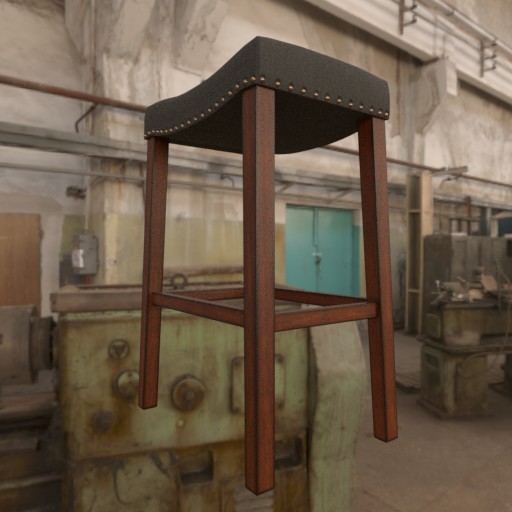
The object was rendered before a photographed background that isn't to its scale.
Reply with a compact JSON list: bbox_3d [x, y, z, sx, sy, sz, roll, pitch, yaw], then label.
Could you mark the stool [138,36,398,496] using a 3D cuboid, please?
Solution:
[{"bbox_3d":[0.000,0.000,1.011,0.366,0.760,0.502,-1,1,-36],"label":"stool"}]
